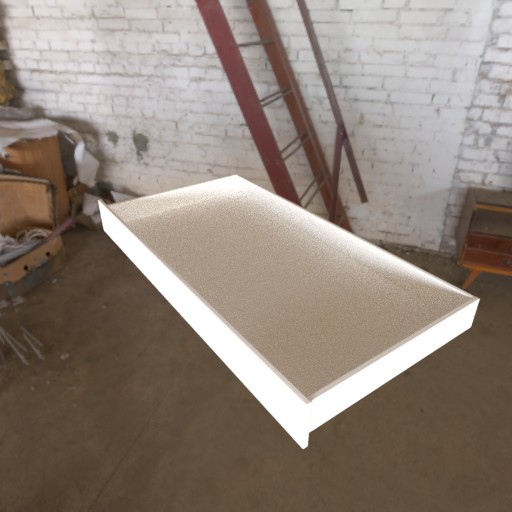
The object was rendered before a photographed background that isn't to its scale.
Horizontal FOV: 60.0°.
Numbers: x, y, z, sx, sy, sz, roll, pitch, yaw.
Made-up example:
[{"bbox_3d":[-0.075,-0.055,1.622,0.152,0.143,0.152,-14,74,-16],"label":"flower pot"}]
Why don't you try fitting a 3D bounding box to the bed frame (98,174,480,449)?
[{"bbox_3d":[0.000,0.000,1.567,0.670,0.141,1.300,-20,36,-30],"label":"bed frame"}]
